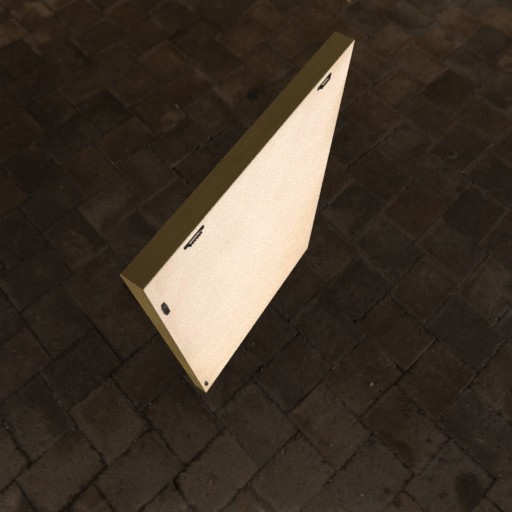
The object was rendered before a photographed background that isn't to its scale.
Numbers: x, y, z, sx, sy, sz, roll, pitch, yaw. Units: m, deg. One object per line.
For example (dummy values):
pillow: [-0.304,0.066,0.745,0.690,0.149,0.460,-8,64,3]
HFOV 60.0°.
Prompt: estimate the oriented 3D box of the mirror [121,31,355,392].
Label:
mirror: [0.000,0.000,0.921,0.040,0.710,0.507,31,68,14]
